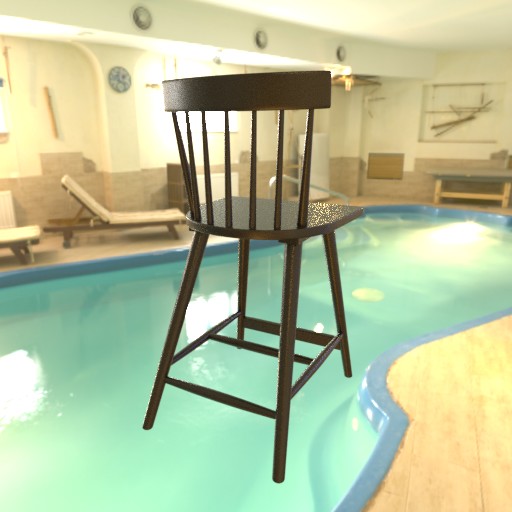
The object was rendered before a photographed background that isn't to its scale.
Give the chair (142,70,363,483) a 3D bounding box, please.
[{"bbox_3d":[0.000,0.000,1.280,0.483,0.952,0.572,8,18,27],"label":"chair"}]
